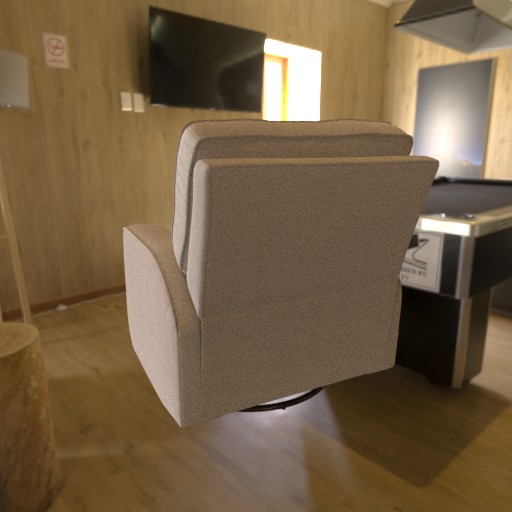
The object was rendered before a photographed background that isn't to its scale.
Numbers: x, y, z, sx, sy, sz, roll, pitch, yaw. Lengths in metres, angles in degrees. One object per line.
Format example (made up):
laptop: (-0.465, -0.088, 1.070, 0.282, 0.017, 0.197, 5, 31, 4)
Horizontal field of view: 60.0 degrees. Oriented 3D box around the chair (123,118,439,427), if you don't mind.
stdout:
chair: (0.000, 0.000, 1.654, 0.861, 0.964, 0.969, -7, 16, -26)
